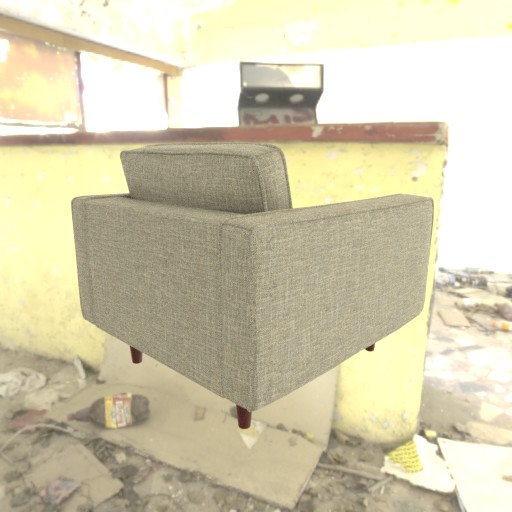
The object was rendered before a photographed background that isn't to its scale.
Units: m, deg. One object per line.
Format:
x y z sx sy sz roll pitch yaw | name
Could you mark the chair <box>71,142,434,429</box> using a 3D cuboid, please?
0.000 0.000 1.552 0.889 0.765 0.914 13 18 43 | chair
